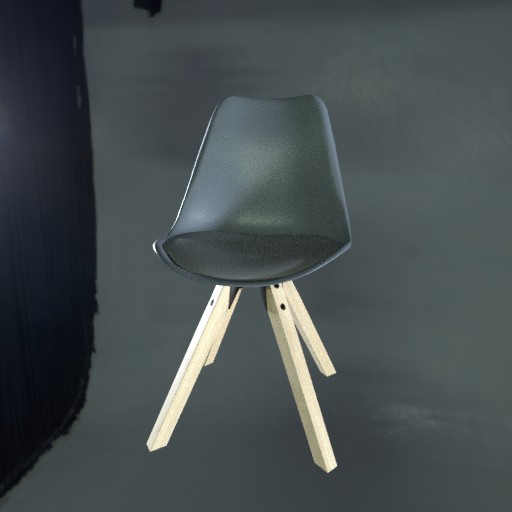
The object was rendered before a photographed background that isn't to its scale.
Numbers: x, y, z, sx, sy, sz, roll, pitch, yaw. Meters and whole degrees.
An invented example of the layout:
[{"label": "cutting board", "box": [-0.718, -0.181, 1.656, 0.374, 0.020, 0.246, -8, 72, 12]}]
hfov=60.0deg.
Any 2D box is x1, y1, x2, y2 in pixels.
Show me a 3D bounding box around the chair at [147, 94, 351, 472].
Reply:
[{"label": "chair", "box": [0.000, 0.000, 1.165, 0.485, 0.850, 0.550, 2, 14, 9]}]
